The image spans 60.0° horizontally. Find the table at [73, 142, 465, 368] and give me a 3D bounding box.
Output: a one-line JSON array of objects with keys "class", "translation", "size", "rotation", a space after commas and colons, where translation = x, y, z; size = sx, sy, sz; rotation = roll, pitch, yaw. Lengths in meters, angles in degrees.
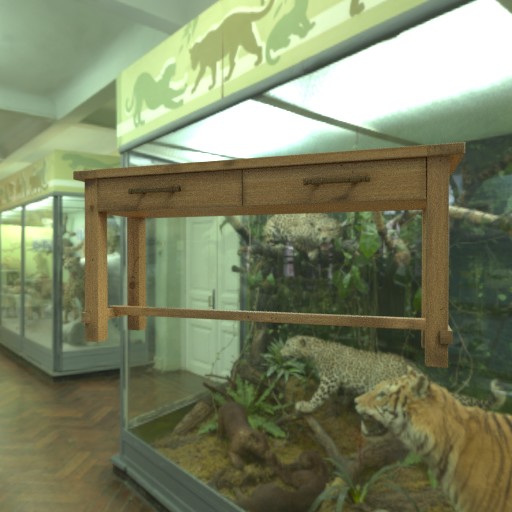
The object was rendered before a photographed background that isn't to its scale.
[{"class": "table", "translation": [0.000, 0.000, 1.912], "size": [1.599, 0.762, 0.442], "rotation": [0, 0, 18]}]
